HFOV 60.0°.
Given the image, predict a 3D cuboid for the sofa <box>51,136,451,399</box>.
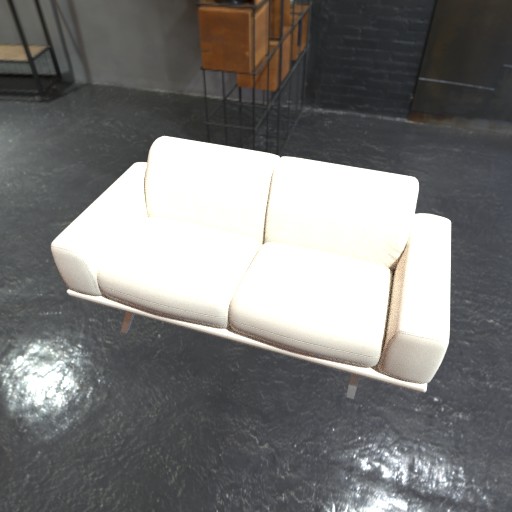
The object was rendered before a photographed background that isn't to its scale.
[{"bbox_3d":[0.000,0.000,2.362,1.901,0.772,0.900,13,43,14],"label":"sofa"}]
